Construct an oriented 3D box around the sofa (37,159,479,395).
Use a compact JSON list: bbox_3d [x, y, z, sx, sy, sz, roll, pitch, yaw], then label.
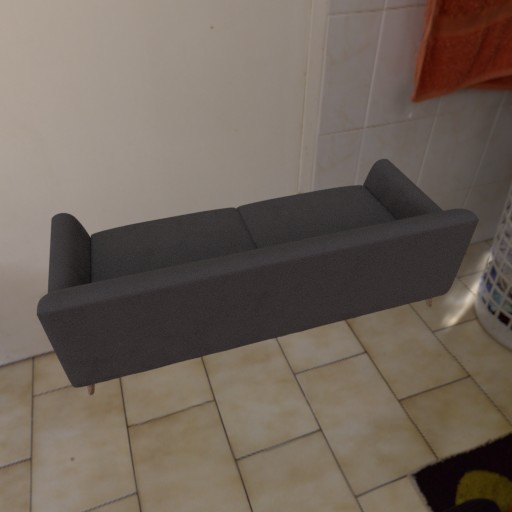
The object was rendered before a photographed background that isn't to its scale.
[{"bbox_3d":[0.000,0.000,2.611,2.190,0.740,0.900,-12,43,-13],"label":"sofa"}]
